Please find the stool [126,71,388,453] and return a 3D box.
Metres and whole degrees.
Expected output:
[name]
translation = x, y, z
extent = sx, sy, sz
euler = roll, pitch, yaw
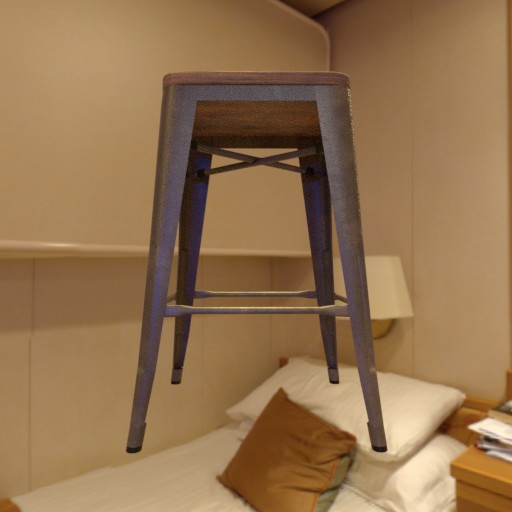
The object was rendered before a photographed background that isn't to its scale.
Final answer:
[stool]
translation = 0.000, 0.000, 0.884
extent = 0.407, 0.607, 0.407
euler = 0, -1, 0
